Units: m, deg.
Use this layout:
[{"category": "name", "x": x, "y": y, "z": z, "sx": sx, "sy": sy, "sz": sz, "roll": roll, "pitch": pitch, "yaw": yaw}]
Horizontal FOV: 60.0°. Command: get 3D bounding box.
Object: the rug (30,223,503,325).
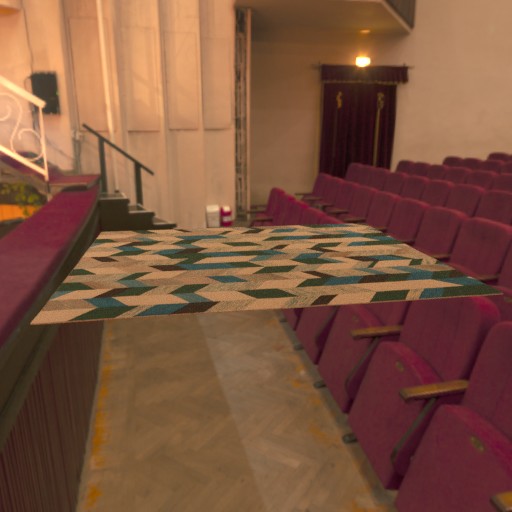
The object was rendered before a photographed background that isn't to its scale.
[{"category": "rug", "x": 0.000, "y": 0.000, "z": 3.937, "sx": 3.036, "sy": 0.008, "sz": 2.440, "roll": -3, "pitch": 16, "yaw": -9}]
